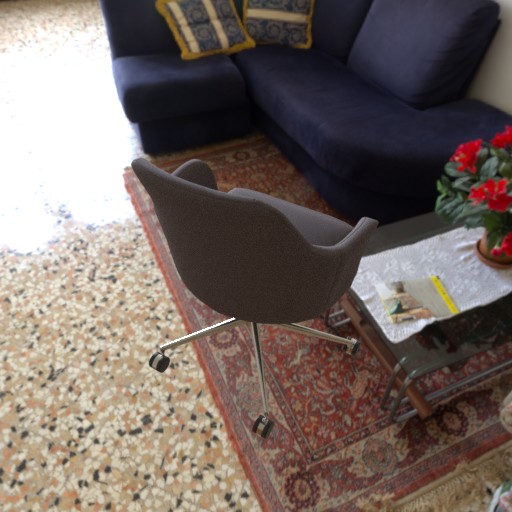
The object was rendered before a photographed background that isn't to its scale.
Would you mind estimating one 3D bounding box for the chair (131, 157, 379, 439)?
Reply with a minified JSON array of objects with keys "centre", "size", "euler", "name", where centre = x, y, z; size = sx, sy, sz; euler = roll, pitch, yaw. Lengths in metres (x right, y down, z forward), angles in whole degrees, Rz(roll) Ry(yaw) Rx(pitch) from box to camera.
[{"centre":[0.000,0.000,1.274],"size":[0.655,0.820,0.600],"euler":[23,49,21],"name":"chair"}]
